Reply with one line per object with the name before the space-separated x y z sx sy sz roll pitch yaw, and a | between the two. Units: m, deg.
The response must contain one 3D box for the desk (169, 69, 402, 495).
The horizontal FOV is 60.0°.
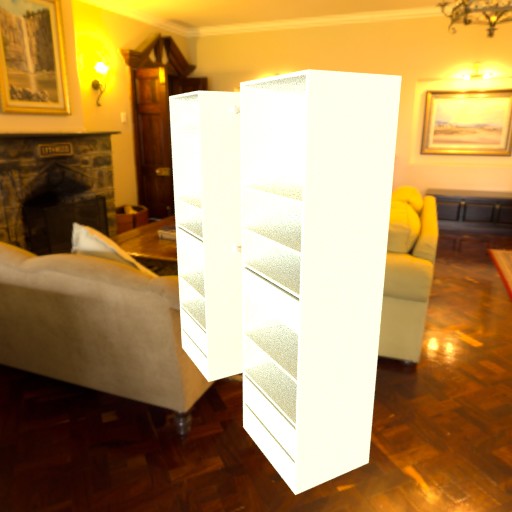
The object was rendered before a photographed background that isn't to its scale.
desk | 0.000 0.000 2.825 0.480 2.000 1.770 -8 18 -27
